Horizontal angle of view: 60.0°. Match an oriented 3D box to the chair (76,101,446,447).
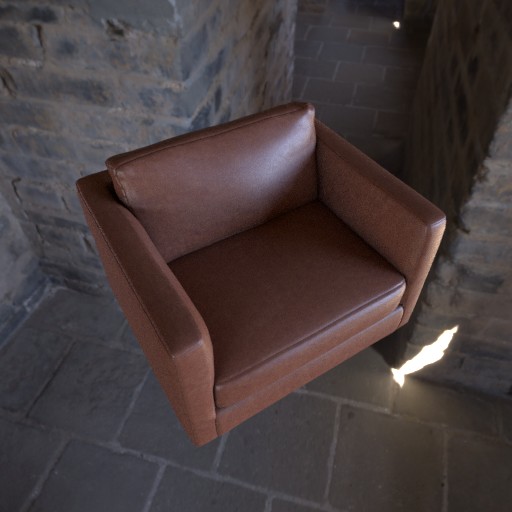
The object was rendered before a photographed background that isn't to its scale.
[{"bbox_3d":[0.000,0.000,1.841,1.107,0.917,0.959,-24,51,-21],"label":"chair"}]
